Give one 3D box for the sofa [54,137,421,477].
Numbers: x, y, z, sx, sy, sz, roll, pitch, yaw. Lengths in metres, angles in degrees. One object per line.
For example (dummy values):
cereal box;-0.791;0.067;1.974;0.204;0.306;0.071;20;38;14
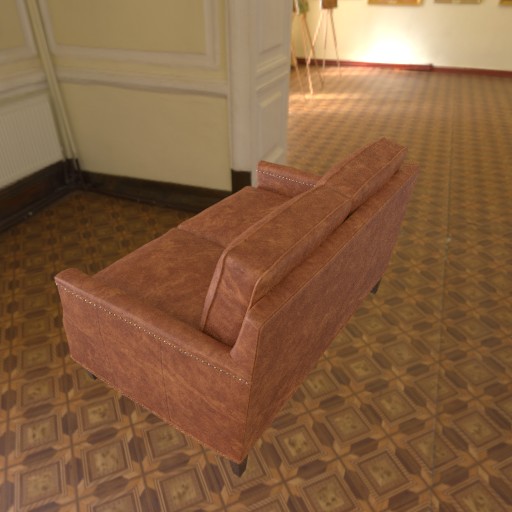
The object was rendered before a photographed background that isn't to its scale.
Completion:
sofa;0.000;0.000;2.215;1.084;1.003;1.597;20;38;28
